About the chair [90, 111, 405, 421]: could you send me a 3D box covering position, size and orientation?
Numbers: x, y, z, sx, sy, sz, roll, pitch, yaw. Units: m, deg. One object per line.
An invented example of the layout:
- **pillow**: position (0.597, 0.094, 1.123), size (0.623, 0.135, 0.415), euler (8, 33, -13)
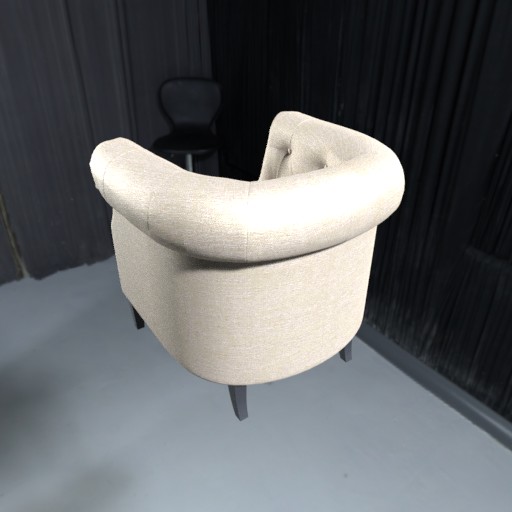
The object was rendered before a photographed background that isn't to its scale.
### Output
- **chair**: position (0.000, 0.000, 1.583), size (0.905, 0.827, 0.852), euler (-19, 35, -29)
